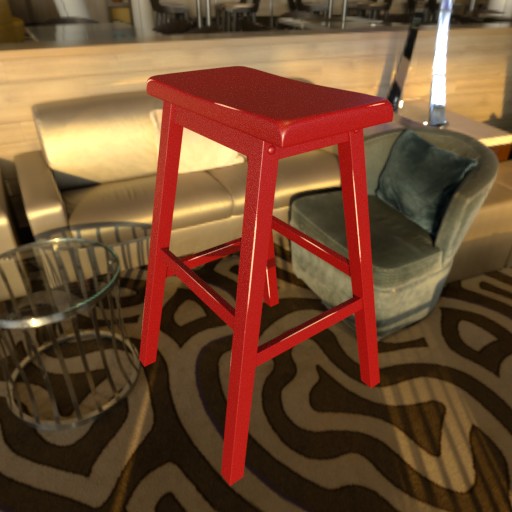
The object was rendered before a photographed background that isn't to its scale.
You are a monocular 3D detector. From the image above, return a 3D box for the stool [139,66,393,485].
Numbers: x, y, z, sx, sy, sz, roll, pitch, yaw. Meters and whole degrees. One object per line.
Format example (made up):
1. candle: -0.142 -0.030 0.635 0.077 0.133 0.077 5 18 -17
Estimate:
1. stool: 0.000 0.000 1.013 0.476 0.737 0.457 -21 38 -30
